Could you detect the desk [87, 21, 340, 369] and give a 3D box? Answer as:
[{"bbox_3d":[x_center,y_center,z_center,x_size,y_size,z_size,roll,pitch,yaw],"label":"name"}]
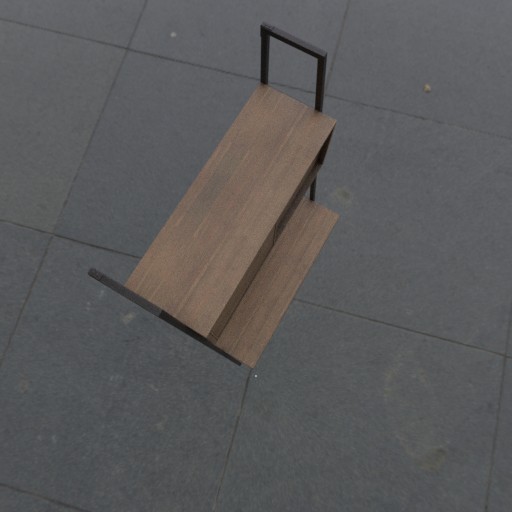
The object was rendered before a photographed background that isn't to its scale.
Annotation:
[{"bbox_3d":[0.000,0.000,2.173,0.515,1.809,0.982,29,77,8],"label":"desk"}]
